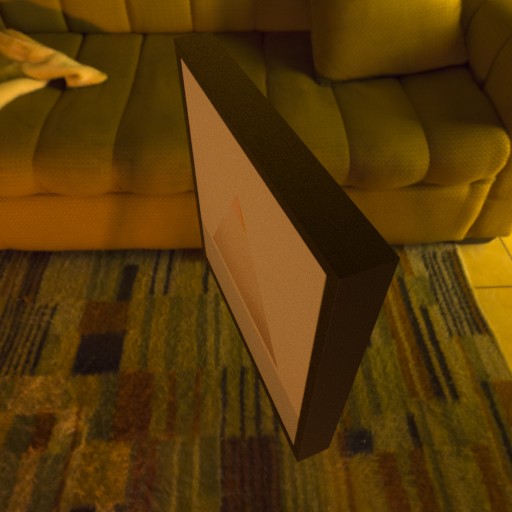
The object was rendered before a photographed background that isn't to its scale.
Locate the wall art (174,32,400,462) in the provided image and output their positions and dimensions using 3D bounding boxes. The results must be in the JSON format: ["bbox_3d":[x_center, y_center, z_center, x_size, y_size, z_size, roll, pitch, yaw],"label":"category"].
[{"bbox_3d":[0.000,0.000,0.434,0.037,0.303,0.304,-18,51,-15],"label":"wall art"}]
